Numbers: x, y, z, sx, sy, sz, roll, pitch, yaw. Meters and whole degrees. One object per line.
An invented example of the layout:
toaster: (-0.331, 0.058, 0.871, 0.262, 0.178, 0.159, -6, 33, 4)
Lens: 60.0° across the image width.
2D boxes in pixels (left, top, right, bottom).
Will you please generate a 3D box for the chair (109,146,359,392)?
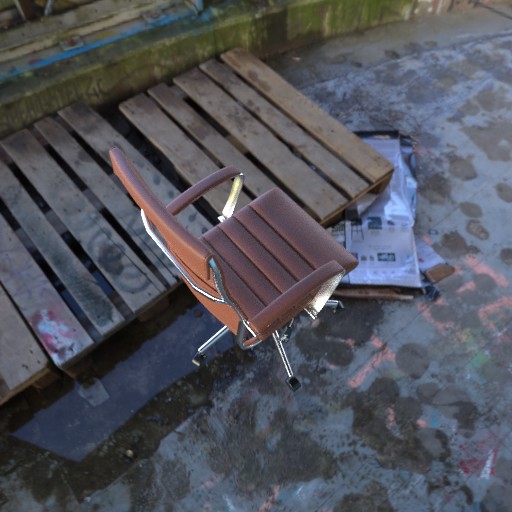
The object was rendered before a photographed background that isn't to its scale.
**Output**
chair: (0.000, 0.000, 1.656, 0.739, 1.149, 0.766, -35, 64, -20)
